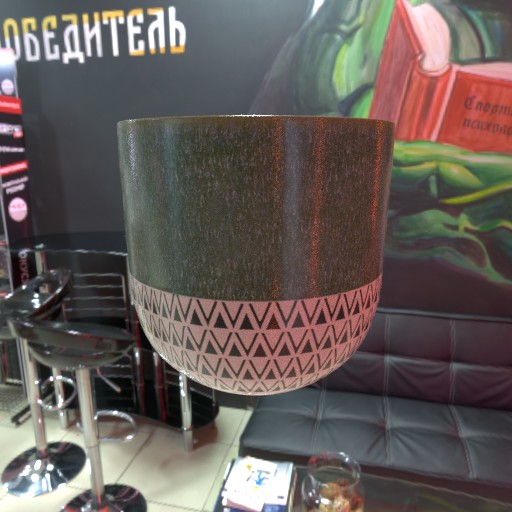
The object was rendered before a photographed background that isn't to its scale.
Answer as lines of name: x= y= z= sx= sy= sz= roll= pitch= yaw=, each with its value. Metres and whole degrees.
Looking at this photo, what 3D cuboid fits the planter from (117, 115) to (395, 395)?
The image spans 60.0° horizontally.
planter: x=0.000 y=0.000 z=0.474 sx=0.266 sy=0.270 sz=0.266 roll=0 pitch=14 yaw=0
